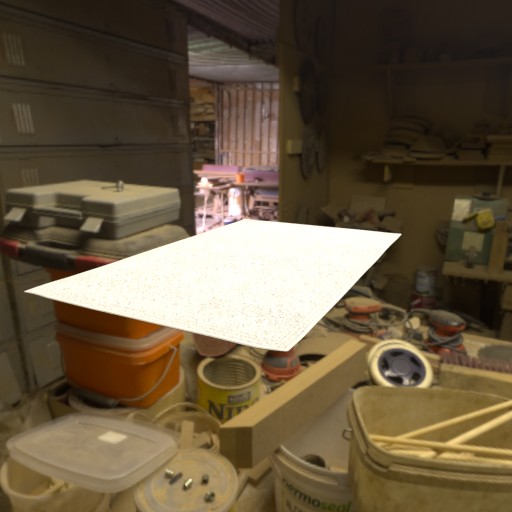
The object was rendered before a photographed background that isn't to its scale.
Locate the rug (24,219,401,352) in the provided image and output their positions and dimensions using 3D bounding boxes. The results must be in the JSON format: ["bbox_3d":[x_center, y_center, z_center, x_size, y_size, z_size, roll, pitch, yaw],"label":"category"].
[{"bbox_3d":[0.000,0.000,3.041,1.518,0.023,2.434,8,17,26],"label":"rug"}]
